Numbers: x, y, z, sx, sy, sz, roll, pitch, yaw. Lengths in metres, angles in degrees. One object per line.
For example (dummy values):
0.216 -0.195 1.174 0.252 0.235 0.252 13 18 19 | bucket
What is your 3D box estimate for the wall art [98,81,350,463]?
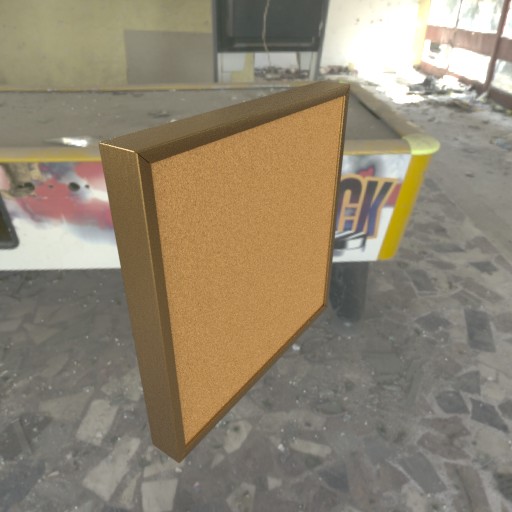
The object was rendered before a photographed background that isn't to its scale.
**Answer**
0.000 0.000 0.464 0.037 0.305 0.305 20 36 30 | wall art
